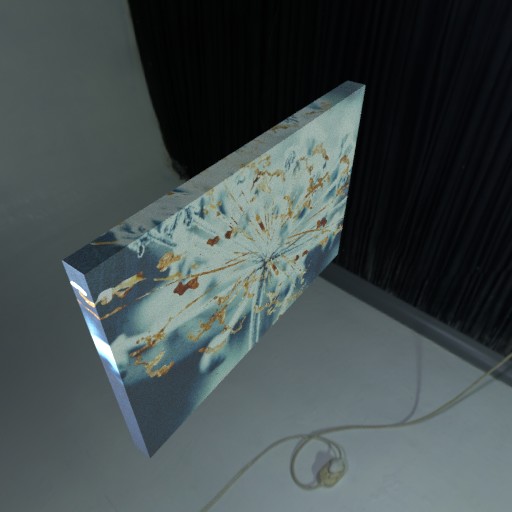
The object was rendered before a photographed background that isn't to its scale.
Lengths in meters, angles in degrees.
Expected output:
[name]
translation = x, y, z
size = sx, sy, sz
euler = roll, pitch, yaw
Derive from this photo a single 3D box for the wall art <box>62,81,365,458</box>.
[wall art]
translation = 0.000, 0.000, 0.755
size = 0.036, 0.405, 0.607
euler = 26, 48, 26
